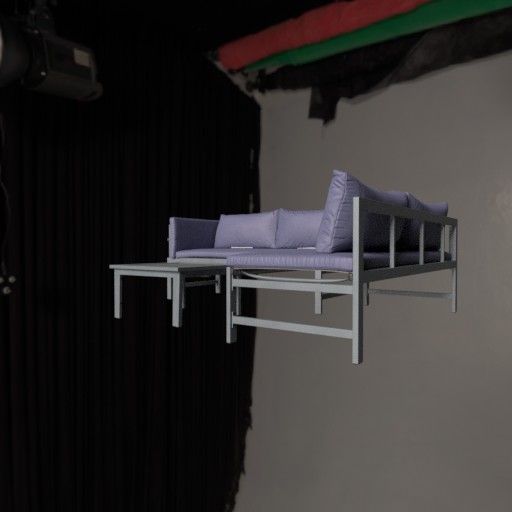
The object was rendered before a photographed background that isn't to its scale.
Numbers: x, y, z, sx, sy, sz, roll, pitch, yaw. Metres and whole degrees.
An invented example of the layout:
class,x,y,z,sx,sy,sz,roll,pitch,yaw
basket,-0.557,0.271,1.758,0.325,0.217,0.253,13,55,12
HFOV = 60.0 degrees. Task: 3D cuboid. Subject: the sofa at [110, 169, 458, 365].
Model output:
class,x,y,z,sx,sy,sz,roll,pitch,yaw
sofa,0.000,0.000,2.950,2.149,0.762,1.658,1,2,36
